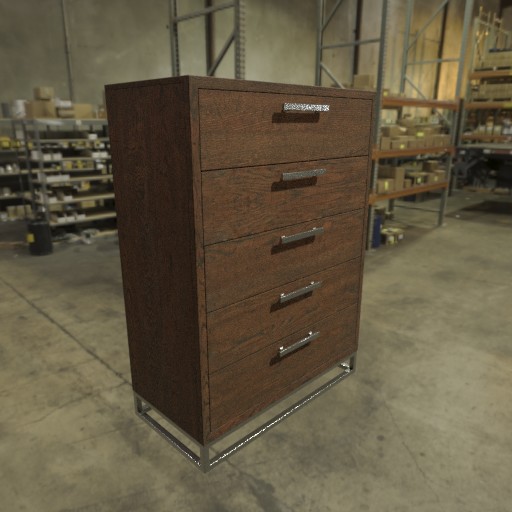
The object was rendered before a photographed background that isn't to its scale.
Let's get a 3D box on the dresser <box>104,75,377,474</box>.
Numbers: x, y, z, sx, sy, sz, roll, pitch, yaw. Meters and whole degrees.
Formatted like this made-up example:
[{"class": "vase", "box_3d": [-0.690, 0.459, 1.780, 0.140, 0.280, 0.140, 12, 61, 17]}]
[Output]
[{"class": "dresser", "box_3d": [0.000, 0.000, 1.861, 0.965, 1.321, 0.508, -16, 23, -42]}]
